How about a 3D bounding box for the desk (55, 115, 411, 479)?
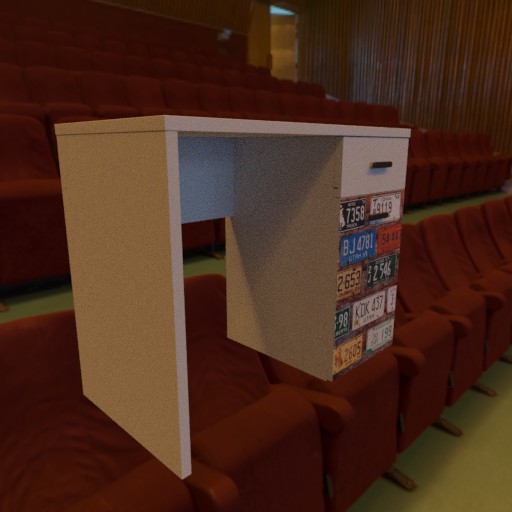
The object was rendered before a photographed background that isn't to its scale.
[{"bbox_3d":[0.000,0.000,1.304,0.482,0.730,0.898,13,19,43],"label":"desk"}]
